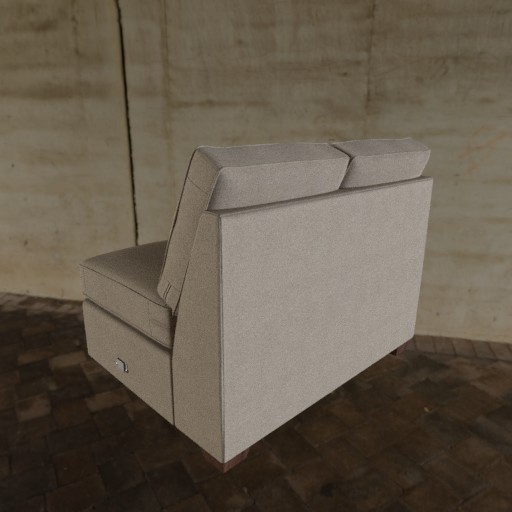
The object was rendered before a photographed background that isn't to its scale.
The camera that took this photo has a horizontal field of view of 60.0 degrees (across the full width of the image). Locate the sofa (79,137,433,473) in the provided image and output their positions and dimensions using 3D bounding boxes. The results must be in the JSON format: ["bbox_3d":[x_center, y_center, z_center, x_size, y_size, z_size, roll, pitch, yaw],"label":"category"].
[{"bbox_3d":[0.000,0.000,1.953,1.232,1.006,0.978,-16,23,-42],"label":"sofa"}]
